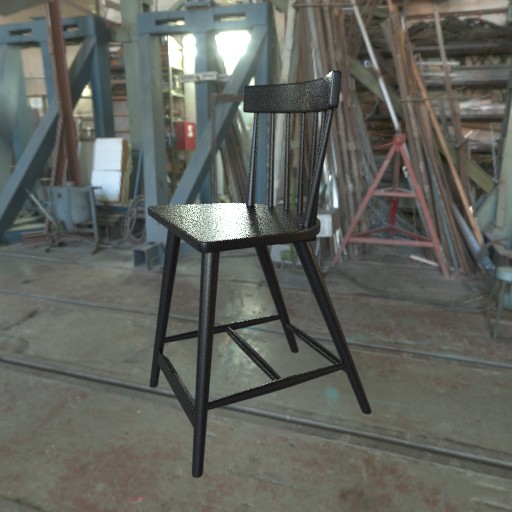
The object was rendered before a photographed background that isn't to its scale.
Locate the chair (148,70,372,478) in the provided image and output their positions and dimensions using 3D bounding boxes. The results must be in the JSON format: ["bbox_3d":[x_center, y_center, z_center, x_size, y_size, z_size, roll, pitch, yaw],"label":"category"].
[{"bbox_3d":[0.000,0.000,1.272,0.572,0.952,0.483,-8,18,-25],"label":"chair"}]
